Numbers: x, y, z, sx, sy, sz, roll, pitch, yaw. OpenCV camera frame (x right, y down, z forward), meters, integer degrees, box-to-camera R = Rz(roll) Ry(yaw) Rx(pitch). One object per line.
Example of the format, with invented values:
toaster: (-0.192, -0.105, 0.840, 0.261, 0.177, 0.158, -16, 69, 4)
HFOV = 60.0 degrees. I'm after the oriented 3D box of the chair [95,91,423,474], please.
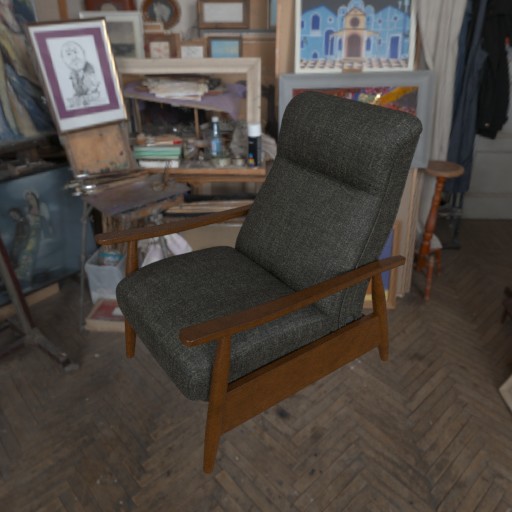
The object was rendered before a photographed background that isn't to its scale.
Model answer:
chair: (0.000, 0.000, 1.758, 1.014, 1.082, 0.762, -20, 36, -30)
